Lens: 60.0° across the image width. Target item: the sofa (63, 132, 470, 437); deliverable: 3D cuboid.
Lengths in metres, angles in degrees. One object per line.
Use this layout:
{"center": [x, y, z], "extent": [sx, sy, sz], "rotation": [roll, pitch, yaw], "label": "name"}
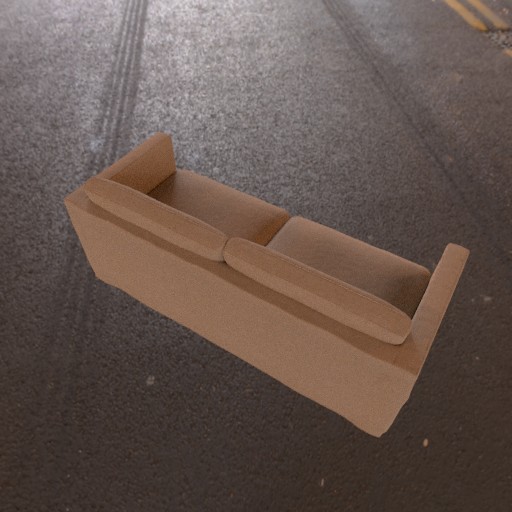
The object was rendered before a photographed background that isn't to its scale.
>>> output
{"center": [0.000, 0.000, 2.814], "extent": [2.296, 0.847, 0.956], "rotation": [25, 52, 21], "label": "sofa"}
